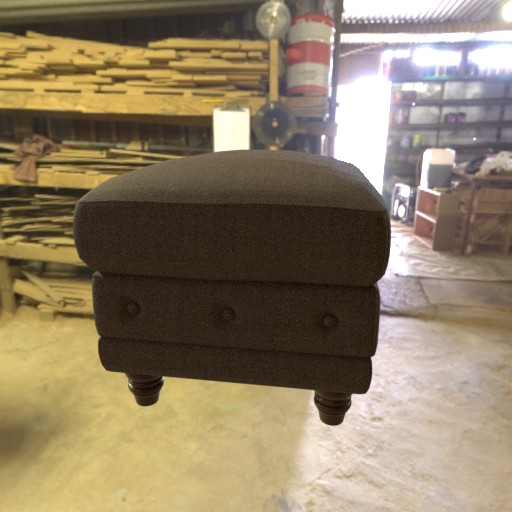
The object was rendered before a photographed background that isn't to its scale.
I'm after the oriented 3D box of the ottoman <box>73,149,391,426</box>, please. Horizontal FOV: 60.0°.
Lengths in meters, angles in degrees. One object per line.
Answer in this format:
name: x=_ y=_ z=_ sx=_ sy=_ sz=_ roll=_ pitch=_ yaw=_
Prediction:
ottoman: x=0.000 y=0.000 z=1.207 sx=0.599 sy=0.555 sz=0.809 roll=3 pitch=16 yaw=9
